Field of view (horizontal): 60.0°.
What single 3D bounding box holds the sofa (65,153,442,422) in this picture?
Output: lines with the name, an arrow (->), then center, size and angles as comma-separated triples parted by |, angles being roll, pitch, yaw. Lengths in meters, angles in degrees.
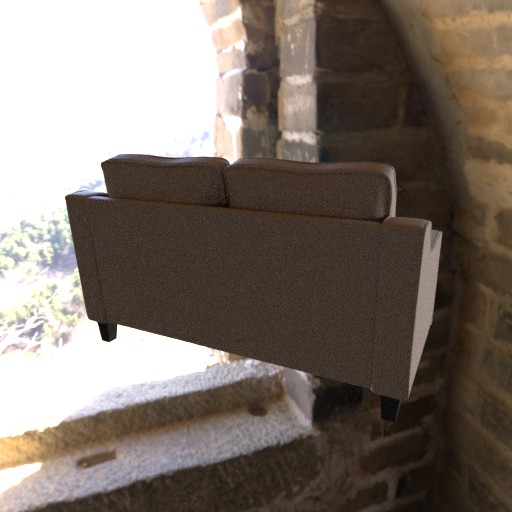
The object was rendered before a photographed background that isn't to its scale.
sofa -> 0.000, 0.000, 3.483 | 2.587, 1.562, 1.351 | 8, 18, 26
